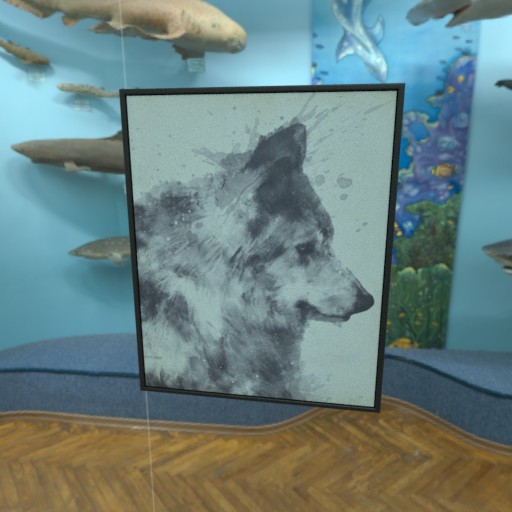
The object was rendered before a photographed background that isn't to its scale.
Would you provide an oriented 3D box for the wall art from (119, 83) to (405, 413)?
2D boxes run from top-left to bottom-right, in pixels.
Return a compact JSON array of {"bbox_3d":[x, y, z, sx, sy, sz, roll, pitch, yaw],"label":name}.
[{"bbox_3d":[0.000,0.000,0.769,0.451,0.551,0.028,2,14,9],"label":"wall art"}]
